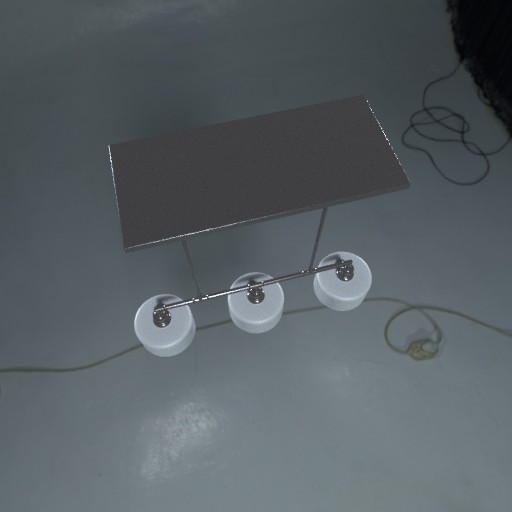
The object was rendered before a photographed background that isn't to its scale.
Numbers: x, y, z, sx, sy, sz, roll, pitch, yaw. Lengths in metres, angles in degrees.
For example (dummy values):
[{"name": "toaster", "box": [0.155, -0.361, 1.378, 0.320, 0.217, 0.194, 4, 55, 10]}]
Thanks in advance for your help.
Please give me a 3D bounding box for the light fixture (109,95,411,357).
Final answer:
[{"name": "light fixture", "box": [0.000, 0.000, 0.869, 0.582, 0.557, 0.177, -13, 63, -7]}]
